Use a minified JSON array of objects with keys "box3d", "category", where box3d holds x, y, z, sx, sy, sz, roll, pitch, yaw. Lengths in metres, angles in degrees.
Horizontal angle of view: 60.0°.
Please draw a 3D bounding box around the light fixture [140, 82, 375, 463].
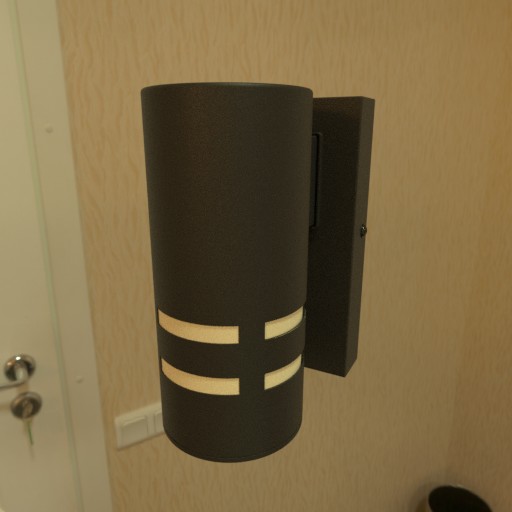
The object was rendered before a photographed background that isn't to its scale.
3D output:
[{"box3d":[0.000,0.000,0.259,0.098,0.179,0.138,8,18,27],"category":"light fixture"}]
